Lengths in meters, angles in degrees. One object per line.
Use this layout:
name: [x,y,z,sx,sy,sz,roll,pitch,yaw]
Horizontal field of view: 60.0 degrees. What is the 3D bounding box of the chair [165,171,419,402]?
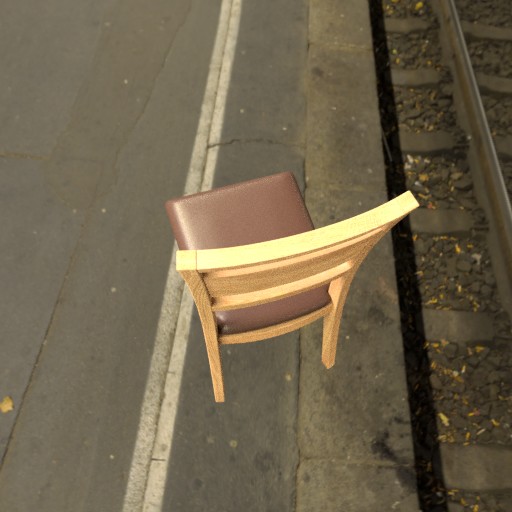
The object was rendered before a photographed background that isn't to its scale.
chair: [0.000,0.000,1.205,0.420,0.940,0.545,-15,61,-9]
